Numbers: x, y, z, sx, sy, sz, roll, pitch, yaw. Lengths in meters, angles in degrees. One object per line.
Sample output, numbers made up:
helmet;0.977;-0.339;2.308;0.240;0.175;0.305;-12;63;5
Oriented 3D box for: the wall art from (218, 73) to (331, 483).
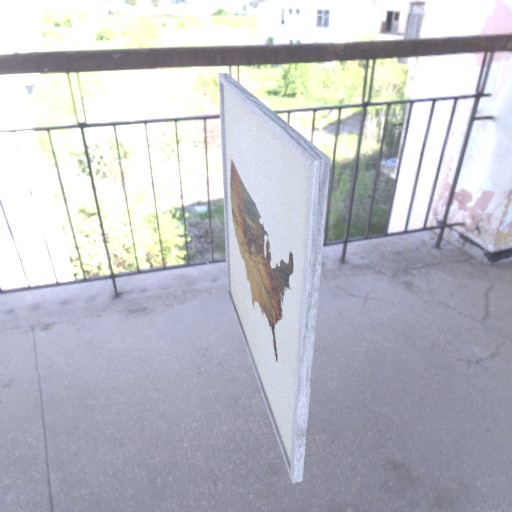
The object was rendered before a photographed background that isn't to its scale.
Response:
wall art;0.000;0.000;0.754;0.016;0.507;0.508;-8;32;-12
